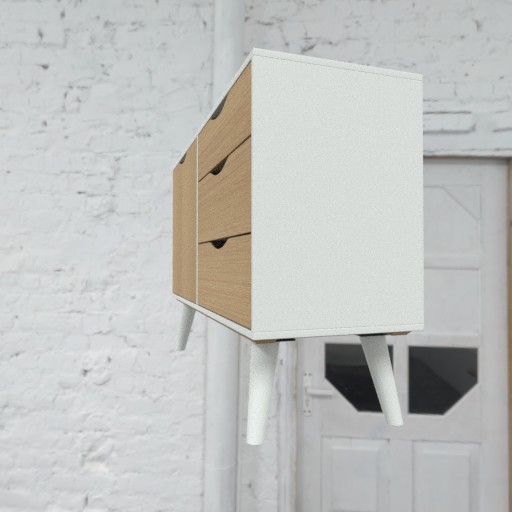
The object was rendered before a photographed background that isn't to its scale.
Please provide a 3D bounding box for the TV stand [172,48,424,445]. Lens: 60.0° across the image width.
[{"bbox_3d":[0.000,0.000,1.507,0.406,0.812,1.193,0,-1,-18],"label":"TV stand"}]
